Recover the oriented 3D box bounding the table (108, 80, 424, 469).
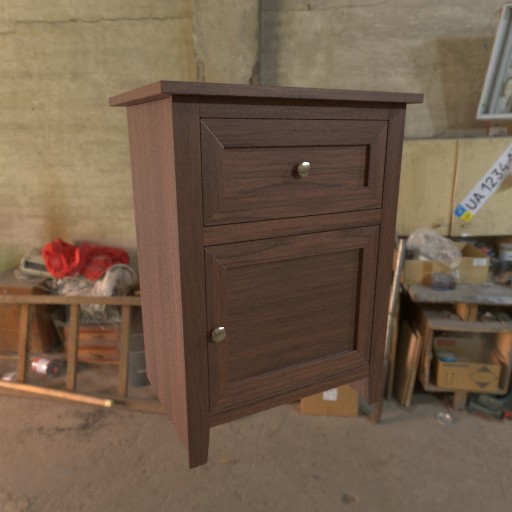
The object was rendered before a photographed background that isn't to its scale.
[{"bbox_3d":[0.000,0.000,0.934,0.480,0.636,0.381,-8,18,-27],"label":"table"}]
